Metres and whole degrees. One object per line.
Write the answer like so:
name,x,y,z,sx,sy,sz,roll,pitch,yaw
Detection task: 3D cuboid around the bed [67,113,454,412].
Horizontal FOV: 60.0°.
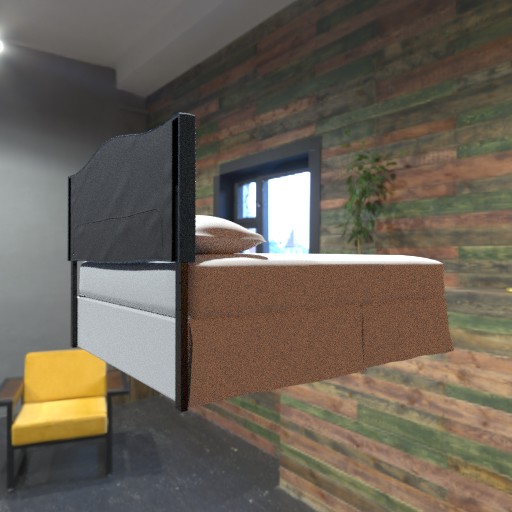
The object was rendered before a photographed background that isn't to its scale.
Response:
bed,0.000,0.000,2.797,1.872,1.169,1.610,0,-1,-37
